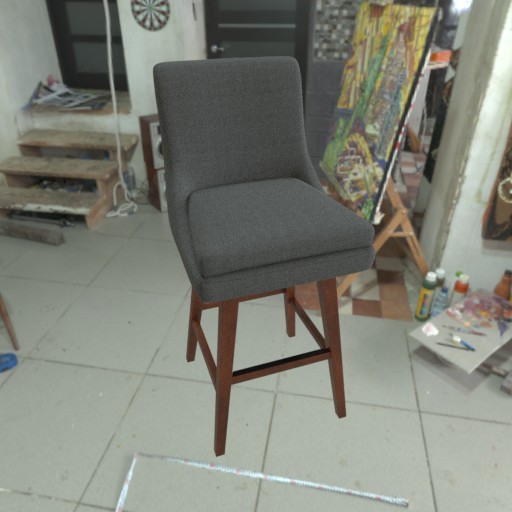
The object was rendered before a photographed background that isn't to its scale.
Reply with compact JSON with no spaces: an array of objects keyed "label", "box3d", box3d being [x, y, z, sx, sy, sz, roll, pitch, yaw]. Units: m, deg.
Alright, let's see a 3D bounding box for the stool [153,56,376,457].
[{"label":"stool","box3d":[0.000,0.000,1.257,0.447,0.977,0.524,-10,33,-16]}]
